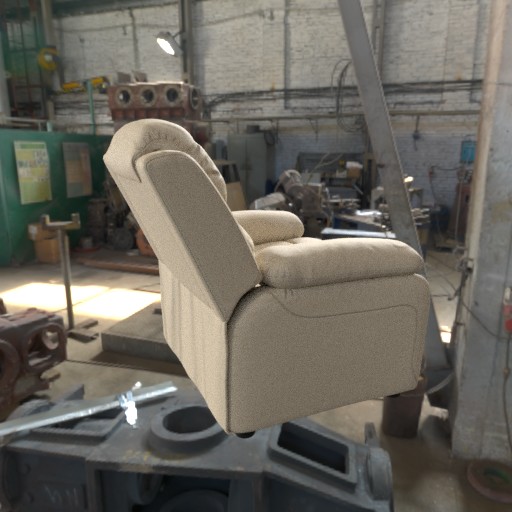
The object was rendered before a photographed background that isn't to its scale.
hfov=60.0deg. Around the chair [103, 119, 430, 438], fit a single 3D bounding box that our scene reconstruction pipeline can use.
[{"bbox_3d":[0.000,0.000,1.218,0.709,0.702,0.680,-6,15,-24],"label":"chair"}]
